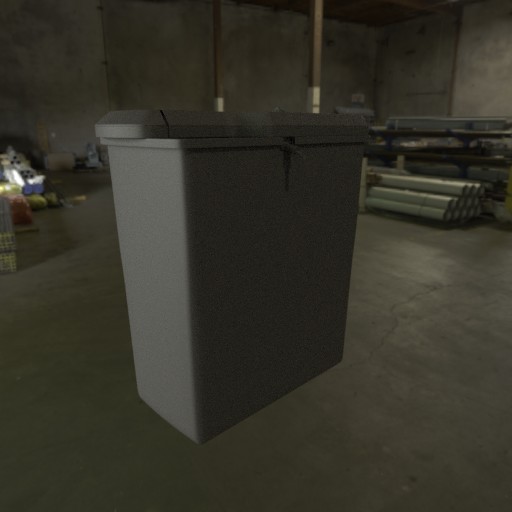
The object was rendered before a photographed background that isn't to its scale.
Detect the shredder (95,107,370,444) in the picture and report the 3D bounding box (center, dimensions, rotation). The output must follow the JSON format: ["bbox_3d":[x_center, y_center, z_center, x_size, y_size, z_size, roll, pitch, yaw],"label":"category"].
[{"bbox_3d":[0.000,0.000,0.529,0.320,0.335,0.170,-15,22,-42],"label":"shredder"}]
